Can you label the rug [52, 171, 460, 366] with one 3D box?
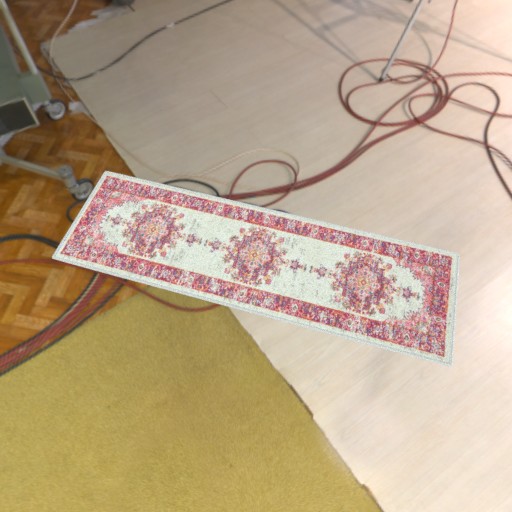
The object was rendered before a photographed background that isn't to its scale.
[{"bbox_3d":[0.000,0.000,2.068,1.824,0.009,0.562,14,60,8],"label":"rug"}]
